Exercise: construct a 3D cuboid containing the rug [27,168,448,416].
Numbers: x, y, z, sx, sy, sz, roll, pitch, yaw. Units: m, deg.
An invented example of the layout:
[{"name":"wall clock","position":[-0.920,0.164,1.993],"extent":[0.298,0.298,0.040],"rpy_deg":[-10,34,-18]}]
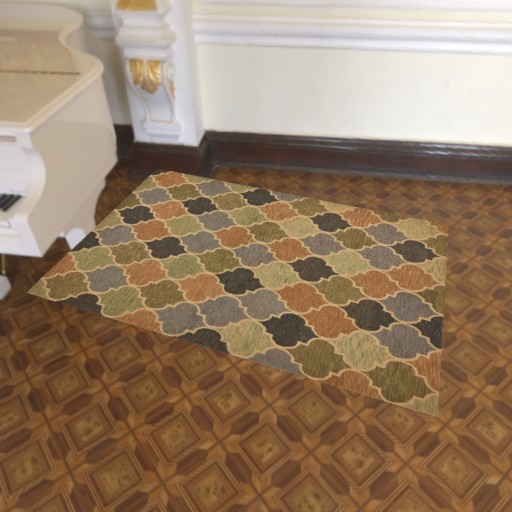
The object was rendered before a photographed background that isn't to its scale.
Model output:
[{"name":"rug","position":[0.000,0.000,2.825],"extent":[2.284,0.006,1.521],"rpy_deg":[13,42,15]}]
